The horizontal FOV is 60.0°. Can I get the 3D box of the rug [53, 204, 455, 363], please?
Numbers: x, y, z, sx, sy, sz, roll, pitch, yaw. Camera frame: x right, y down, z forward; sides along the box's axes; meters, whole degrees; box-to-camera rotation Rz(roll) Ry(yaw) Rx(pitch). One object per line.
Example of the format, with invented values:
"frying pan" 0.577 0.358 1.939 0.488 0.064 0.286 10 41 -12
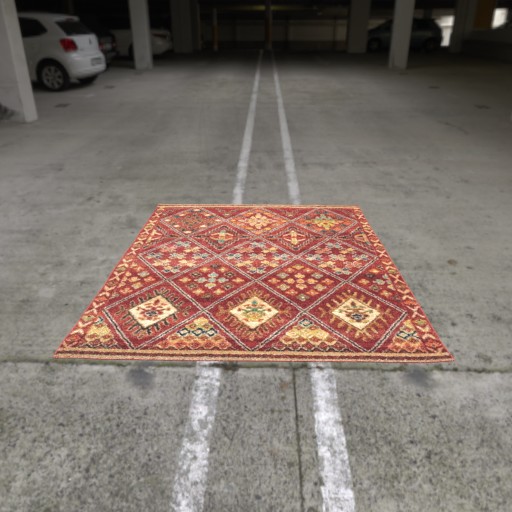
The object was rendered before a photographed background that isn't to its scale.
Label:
"rug" 0.000 0.000 4.124 2.489 0.030 3.086 0 25 1
